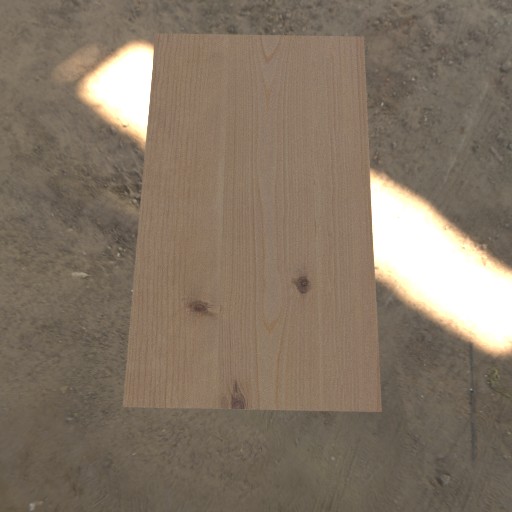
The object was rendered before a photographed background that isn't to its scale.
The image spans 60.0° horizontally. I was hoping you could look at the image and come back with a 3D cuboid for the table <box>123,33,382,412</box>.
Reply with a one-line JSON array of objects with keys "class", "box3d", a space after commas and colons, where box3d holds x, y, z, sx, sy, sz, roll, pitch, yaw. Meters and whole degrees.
[{"class": "table", "box3d": [0.000, 0.000, 0.998, 0.351, 0.673, 0.597, 1, 76, 0]}]
